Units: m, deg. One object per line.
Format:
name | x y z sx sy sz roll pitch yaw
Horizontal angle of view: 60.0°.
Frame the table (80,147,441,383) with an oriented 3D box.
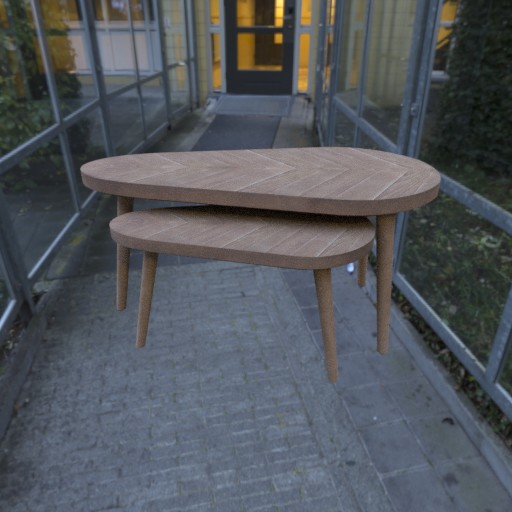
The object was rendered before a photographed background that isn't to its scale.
table | 0.000 0.000 1.566 1.190 0.595 0.701 1 29 2
